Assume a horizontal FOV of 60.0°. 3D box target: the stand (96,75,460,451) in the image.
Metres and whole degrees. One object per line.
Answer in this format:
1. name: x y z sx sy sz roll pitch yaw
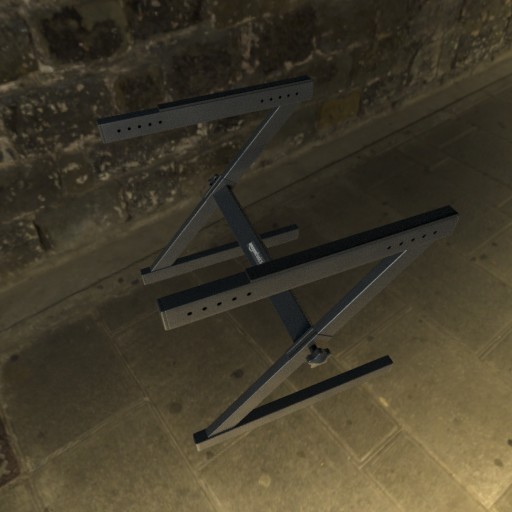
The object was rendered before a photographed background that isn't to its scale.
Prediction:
1. stand: 0.000 0.000 1.181 0.586 0.617 0.700 -17 49 -15
